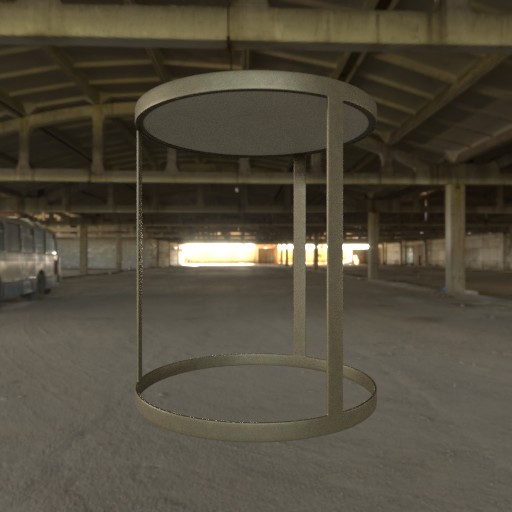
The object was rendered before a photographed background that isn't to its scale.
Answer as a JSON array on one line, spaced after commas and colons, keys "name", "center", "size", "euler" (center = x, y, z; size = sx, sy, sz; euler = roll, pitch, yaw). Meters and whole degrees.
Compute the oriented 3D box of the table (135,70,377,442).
[{"name": "table", "center": [0.000, 0.000, 0.912], "size": [0.480, 0.565, 0.480], "euler": [0, 0, 0]}]
